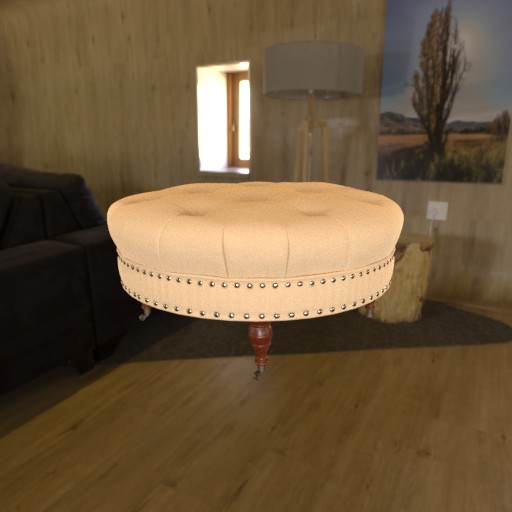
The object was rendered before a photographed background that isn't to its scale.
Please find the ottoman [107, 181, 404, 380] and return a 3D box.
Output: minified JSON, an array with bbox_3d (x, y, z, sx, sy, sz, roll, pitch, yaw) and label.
[{"bbox_3d":[0.000,0.000,1.433,0.901,0.439,0.901,0,15,0],"label":"ottoman"}]
